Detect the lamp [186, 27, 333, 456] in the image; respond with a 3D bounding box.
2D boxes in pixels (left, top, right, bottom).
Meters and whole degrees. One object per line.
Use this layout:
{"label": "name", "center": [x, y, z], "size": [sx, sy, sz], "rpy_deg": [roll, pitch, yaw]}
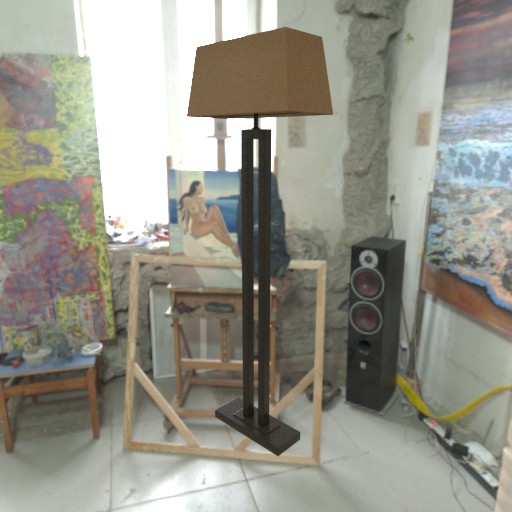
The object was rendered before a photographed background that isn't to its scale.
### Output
{"label": "lamp", "center": [0.000, 0.000, 1.648], "size": [0.475, 1.469, 0.233], "rpy_deg": [14, 20, 42]}
